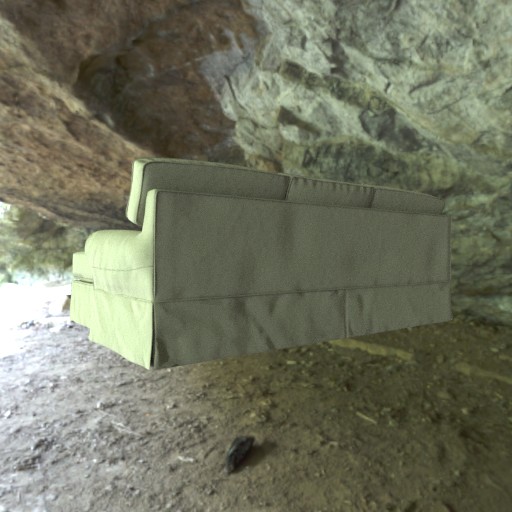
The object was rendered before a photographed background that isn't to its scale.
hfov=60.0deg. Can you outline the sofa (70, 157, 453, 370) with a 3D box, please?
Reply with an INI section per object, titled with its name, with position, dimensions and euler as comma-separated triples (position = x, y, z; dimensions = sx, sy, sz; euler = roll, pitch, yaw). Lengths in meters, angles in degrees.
[sofa]
position = 0.000, 0.000, 3.298
dimensions = 2.475, 0.978, 1.733
euler = 0, 1, -36
